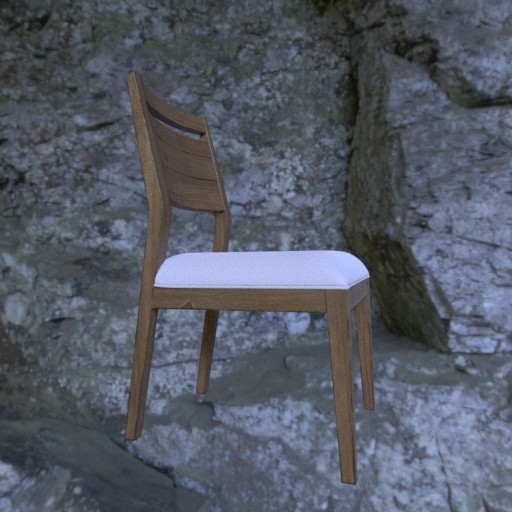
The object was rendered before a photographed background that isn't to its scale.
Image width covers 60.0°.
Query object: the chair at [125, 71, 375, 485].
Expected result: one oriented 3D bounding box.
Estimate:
[{"bbox_3d":[0.000,0.000,1.242,0.610,0.939,0.497,0,0,19],"label":"chair"}]
